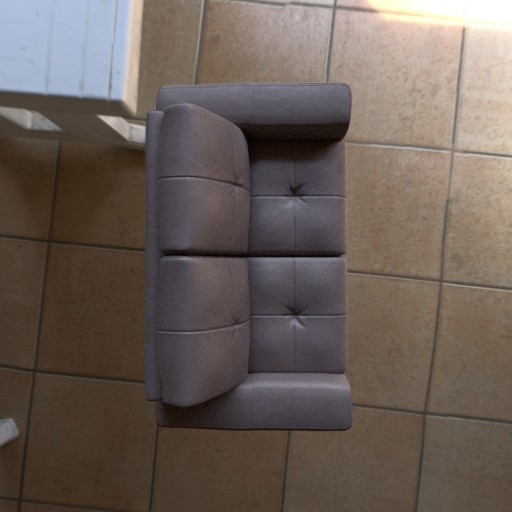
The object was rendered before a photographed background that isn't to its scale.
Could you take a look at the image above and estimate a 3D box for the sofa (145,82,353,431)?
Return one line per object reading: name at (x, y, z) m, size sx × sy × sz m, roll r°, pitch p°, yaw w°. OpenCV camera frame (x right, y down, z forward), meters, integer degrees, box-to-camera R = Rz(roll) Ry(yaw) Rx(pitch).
sofa at (0.000, 0.000, 2.345) m, size 1.018 × 0.907 × 1.806 m, roll 0°, pitch 89°, yaw 1°
